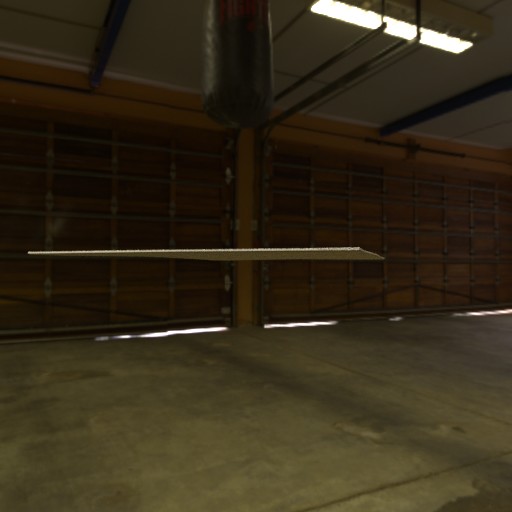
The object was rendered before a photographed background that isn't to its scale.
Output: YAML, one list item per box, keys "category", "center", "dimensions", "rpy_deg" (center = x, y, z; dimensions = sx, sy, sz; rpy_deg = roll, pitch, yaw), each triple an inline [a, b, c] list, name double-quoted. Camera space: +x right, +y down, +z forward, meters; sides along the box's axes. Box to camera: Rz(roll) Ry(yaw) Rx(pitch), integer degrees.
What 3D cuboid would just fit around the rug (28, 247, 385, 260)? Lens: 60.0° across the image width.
- category: "rug"
  center: [0.000, 0.000, 3.038]
  dimensions: [1.609, 0.030, 2.342]
  rpy_deg: [0, -1, 19]
